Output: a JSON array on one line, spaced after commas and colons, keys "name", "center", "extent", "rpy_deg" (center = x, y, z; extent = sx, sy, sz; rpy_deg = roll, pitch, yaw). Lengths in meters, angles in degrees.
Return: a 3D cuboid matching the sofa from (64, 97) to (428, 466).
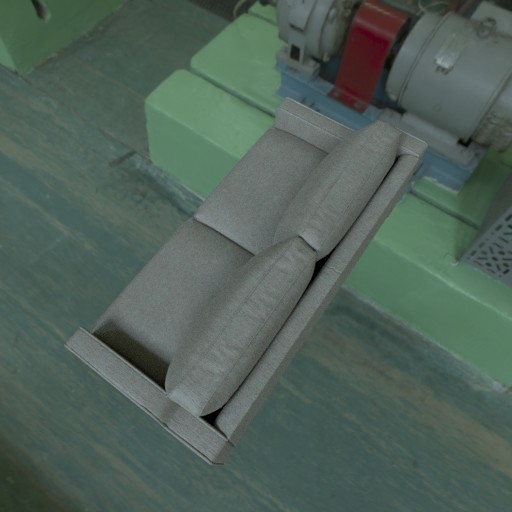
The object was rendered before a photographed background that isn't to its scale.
[{"name": "sofa", "center": [0.000, 0.000, 2.771], "extent": [1.073, 1.074, 2.181], "rpy_deg": [32, 68, 14]}]
